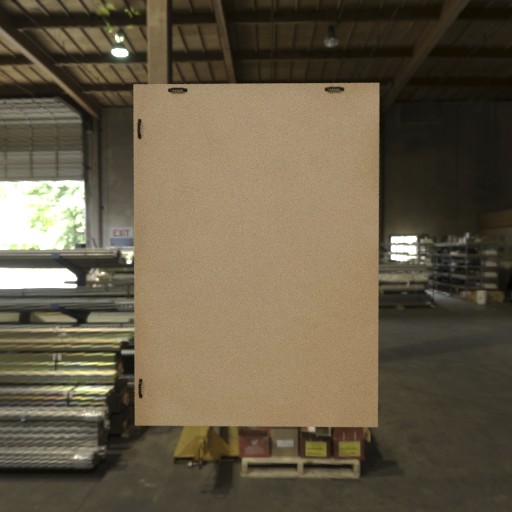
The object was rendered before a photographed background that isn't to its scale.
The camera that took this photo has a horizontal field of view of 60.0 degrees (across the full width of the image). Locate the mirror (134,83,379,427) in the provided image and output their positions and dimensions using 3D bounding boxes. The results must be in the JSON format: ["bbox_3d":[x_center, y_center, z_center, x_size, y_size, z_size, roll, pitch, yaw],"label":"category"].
[{"bbox_3d":[0.000,0.000,0.933,0.507,0.710,0.040,0,1,1],"label":"mirror"}]
